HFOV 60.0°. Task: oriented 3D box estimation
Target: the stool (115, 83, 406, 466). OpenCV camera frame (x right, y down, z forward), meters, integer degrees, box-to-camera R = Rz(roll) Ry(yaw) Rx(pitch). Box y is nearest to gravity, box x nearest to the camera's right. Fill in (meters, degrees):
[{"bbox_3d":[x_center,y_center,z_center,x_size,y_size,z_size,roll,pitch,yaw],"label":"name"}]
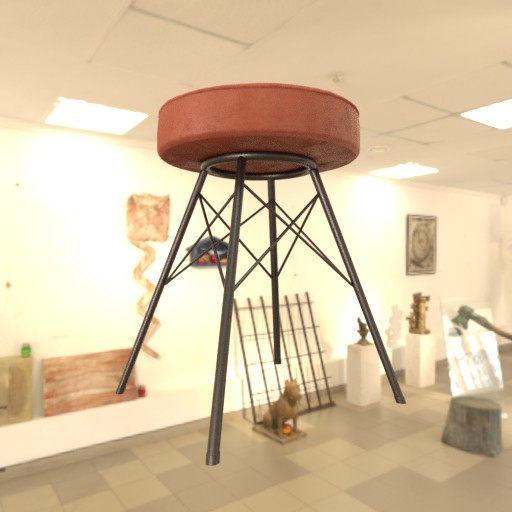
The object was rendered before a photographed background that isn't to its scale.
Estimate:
[{"bbox_3d":[0.000,0.000,0.923,0.457,0.593,0.421,0,0,-36],"label":"stool"}]
